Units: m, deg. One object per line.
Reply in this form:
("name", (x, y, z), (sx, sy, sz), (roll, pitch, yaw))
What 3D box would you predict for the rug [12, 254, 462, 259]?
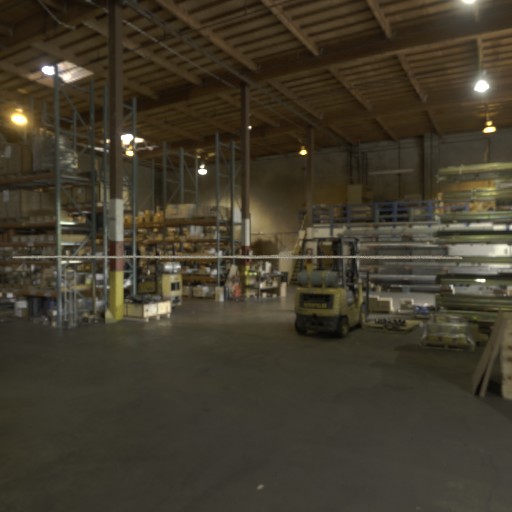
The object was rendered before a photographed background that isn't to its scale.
("rug", (0.000, 0.000, 3.208), (2.455, 0.025, 1.964), (0, 0, 16))
